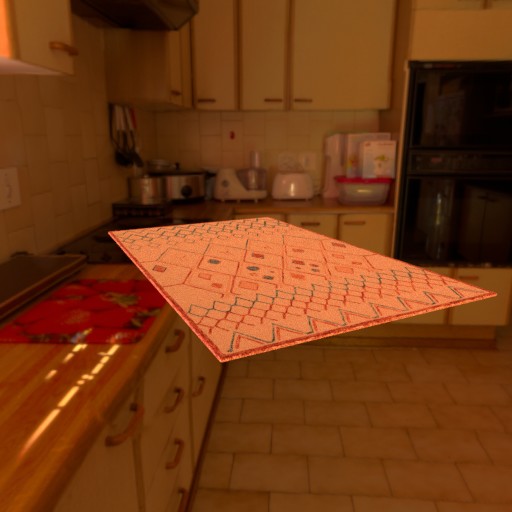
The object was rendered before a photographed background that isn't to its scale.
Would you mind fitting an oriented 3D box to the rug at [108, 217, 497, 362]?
[{"bbox_3d":[0.000,0.000,2.972,1.524,0.015,2.438,-8,17,-26],"label":"rug"}]
